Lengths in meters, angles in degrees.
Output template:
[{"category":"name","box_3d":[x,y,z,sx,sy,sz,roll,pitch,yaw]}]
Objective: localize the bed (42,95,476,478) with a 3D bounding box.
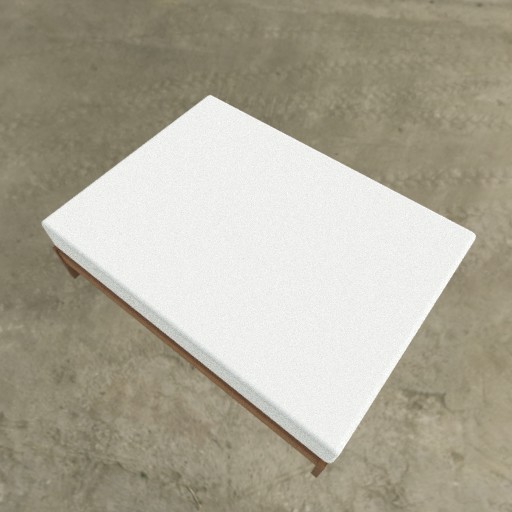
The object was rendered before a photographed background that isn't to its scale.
[{"category":"bed","box_3d":[0.000,0.000,2.796,2.050,0.593,1.529,33,63,20]}]
